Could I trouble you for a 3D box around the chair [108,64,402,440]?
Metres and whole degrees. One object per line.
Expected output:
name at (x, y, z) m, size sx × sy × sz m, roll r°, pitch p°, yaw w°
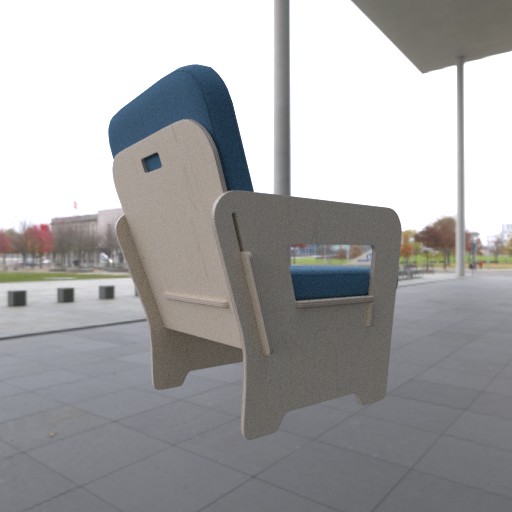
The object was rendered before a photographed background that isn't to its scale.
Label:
chair at (0.000, 0.000, 1.178) m, size 0.657 × 0.747 × 0.547 m, roll 0°, pitch -1°, yaw -37°
